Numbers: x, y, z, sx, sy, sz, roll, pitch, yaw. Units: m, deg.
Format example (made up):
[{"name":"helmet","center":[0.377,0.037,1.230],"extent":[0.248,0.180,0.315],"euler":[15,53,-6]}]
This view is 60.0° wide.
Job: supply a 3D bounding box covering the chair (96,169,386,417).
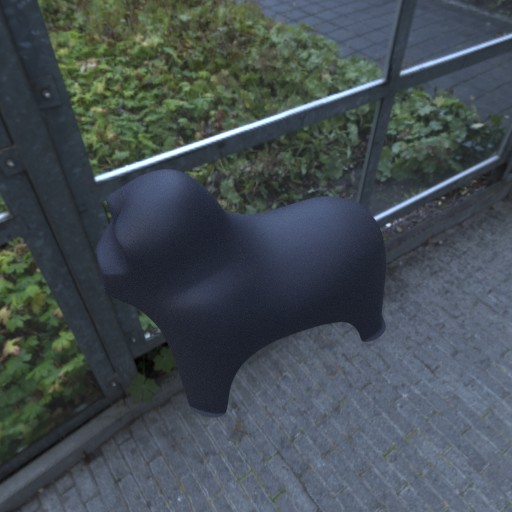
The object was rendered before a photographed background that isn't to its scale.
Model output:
[{"name":"chair","center":[0.000,0.000,1.158],"extent":[0.758,0.600,0.490],"euler":[-16,49,-15]}]
